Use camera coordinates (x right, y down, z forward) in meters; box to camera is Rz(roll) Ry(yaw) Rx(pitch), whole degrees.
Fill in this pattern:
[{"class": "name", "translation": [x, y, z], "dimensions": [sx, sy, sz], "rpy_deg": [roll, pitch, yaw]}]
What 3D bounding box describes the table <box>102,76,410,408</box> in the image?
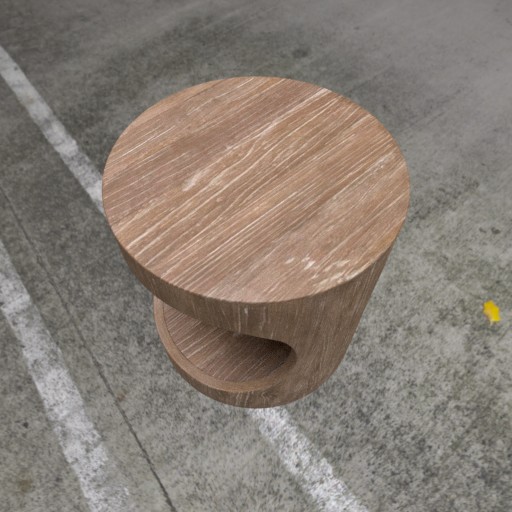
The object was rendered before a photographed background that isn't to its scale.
[{"class": "table", "translation": [0.000, 0.000, 0.998], "dimensions": [0.527, 0.551, 0.527], "rpy_deg": [0, 56, 0]}]
